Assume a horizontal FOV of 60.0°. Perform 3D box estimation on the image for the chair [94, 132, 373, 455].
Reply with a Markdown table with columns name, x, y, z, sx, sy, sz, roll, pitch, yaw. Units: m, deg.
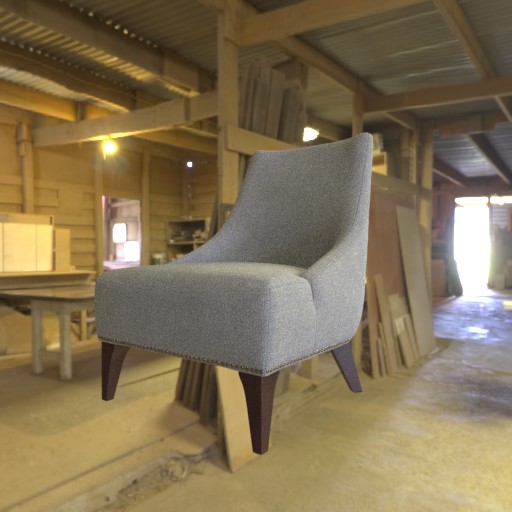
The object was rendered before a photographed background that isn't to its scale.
| name | x | y | z | sx | sy | sz | roll | pitch | yaw |
| --- | --- | --- | --- | --- | --- | --- | --- | --- | --- |
| chair | 0.000 | 0.000 | 1.522 | 0.701 | 0.909 | 0.861 | 1 | 1 | 37 |
